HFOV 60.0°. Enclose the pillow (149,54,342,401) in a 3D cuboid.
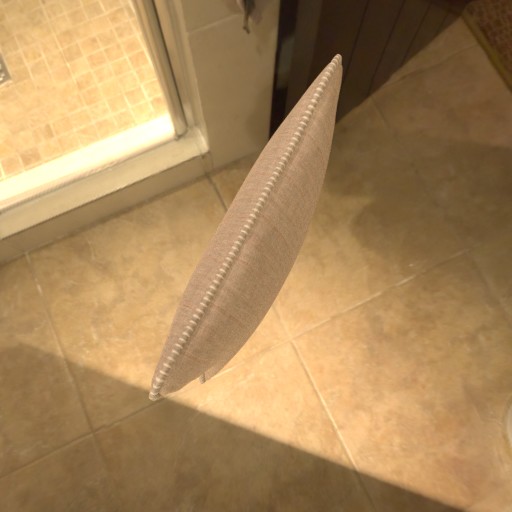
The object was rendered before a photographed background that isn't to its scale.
[{"bbox_3d":[0.000,0.000,0.742,0.124,0.494,0.485,27,77,6],"label":"pillow"}]
